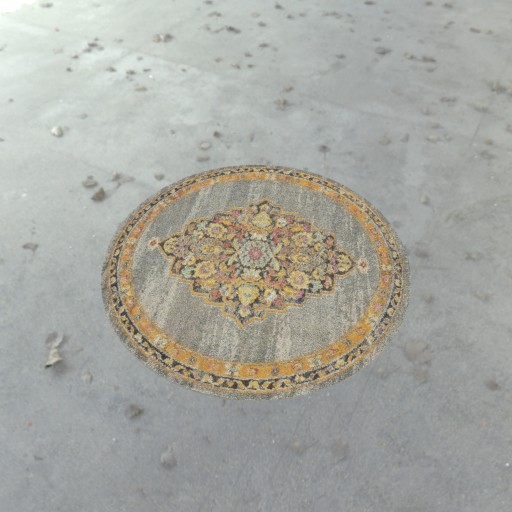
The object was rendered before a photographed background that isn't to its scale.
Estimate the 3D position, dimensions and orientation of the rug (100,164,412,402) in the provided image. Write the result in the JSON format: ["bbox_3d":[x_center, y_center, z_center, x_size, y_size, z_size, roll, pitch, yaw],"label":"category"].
[{"bbox_3d":[0.000,0.000,3.485,2.382,0.014,2.382,0,48,0],"label":"rug"}]
